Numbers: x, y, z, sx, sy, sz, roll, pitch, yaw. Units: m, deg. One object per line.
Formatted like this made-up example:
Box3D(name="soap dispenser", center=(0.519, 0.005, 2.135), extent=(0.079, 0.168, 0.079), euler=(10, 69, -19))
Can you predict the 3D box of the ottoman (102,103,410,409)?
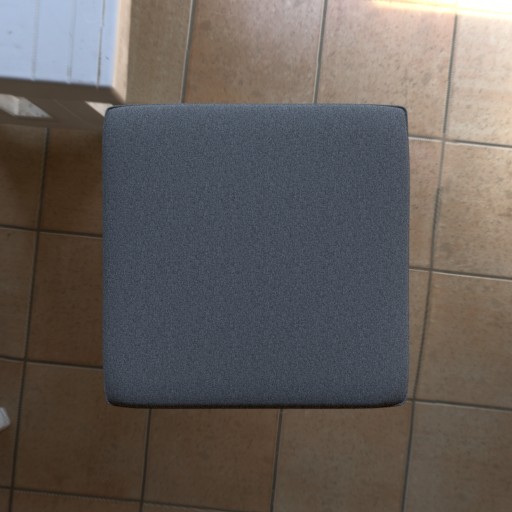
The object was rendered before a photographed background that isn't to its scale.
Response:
Box3D(name="ottoman", center=(0.000, 0.000, 1.625), extent=(1.015, 0.464, 1.005), euler=(0, 91, 0))
